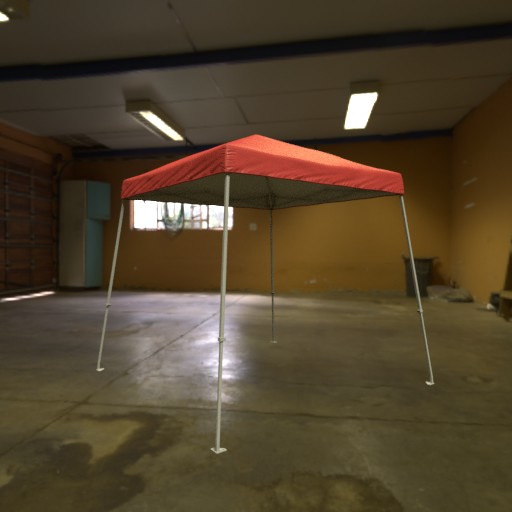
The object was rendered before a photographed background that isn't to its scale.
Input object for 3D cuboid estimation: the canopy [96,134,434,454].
[{"bbox_3d":[0.000,0.000,5.223,2.848,2.849,2.849,-1,1,-37],"label":"canopy"}]
